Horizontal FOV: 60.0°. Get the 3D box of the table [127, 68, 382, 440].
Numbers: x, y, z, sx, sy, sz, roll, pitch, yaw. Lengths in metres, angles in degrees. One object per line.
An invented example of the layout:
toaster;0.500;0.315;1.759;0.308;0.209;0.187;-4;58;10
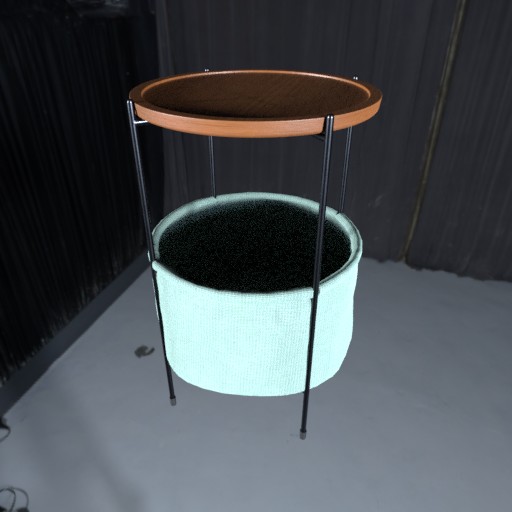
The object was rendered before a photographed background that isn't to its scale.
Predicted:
table;0.000;0.000;0.856;0.400;0.623;0.400;9;33;15
